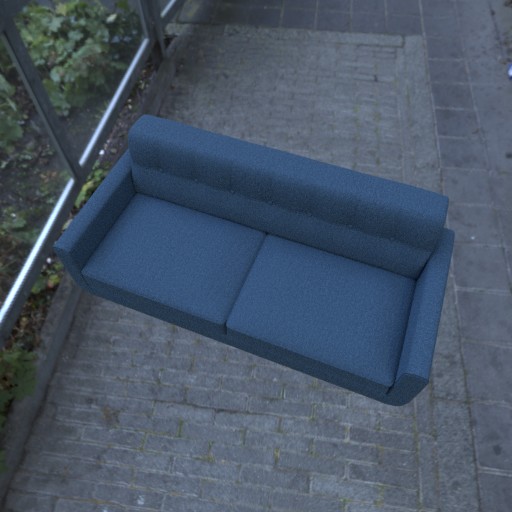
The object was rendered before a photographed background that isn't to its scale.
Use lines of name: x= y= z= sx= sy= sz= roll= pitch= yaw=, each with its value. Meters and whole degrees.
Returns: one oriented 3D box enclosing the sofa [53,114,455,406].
sofa: x=0.000 y=0.000 z=2.581 sx=2.055 sy=0.884 sz=0.942 roll=18 pitch=58 yaw=12
